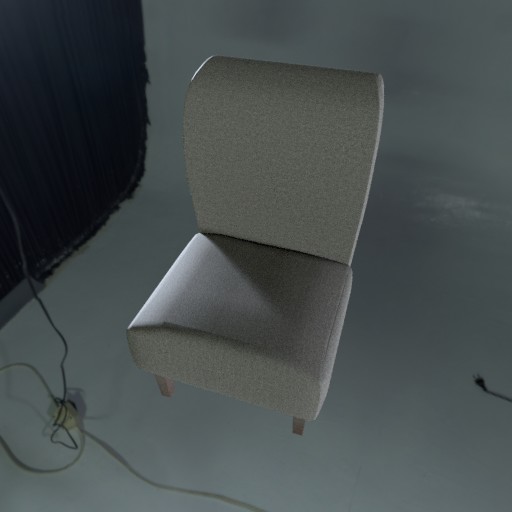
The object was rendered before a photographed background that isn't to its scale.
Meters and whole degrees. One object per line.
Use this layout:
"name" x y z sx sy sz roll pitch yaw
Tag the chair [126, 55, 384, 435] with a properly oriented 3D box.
"chair" 0.000 0.000 1.166 0.513 0.804 0.592 12 43 13
